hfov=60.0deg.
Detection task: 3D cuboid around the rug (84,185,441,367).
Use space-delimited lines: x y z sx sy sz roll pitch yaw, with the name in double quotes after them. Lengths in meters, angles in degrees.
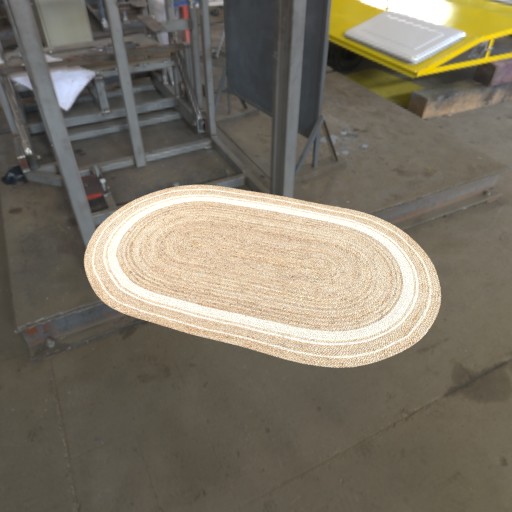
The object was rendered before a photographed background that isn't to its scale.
0.000 0.000 3.054 2.432 0.006 1.520 12 43 13 "rug"
